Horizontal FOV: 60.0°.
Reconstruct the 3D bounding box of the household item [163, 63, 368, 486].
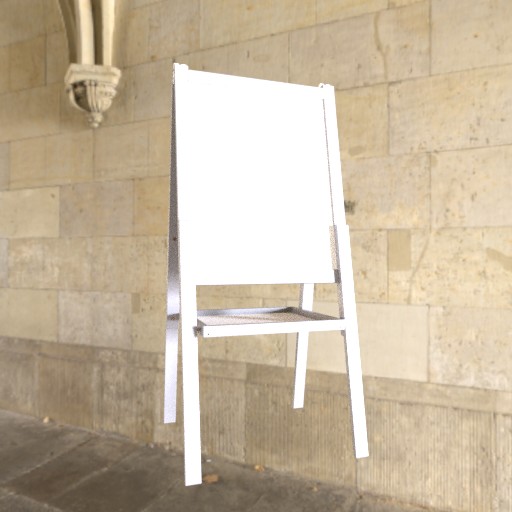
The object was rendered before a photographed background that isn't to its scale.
[{"bbox_3d":[0.000,0.000,1.429,0.531,1.172,0.469,0,-1,-19],"label":"household item"}]
